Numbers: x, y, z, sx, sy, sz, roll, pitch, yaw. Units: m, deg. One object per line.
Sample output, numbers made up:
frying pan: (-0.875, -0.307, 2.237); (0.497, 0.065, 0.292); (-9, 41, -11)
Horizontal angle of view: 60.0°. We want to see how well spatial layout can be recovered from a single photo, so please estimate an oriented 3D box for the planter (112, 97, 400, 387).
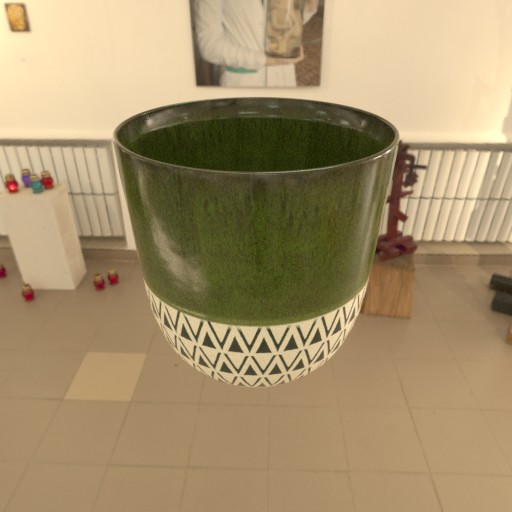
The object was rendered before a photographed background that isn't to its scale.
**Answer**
planter: (0.000, 0.000, 0.460); (0.245, 0.270, 0.245); (0, 31, 0)
